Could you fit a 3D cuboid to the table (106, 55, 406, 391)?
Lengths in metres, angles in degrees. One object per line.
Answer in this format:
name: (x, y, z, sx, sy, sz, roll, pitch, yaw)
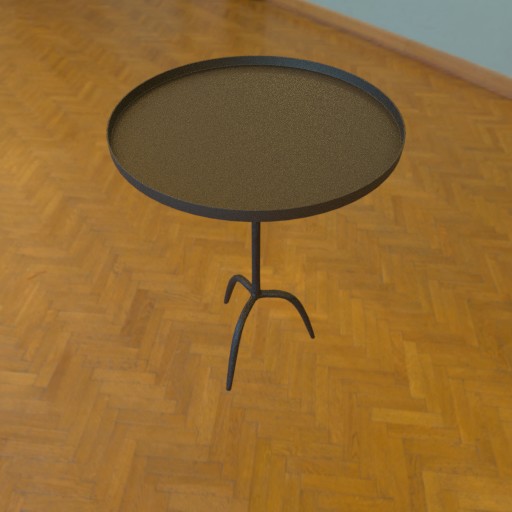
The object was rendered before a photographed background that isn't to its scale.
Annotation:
table: (0.000, 0.000, 1.015, 0.502, 0.700, 0.502, -31, 54, -26)
